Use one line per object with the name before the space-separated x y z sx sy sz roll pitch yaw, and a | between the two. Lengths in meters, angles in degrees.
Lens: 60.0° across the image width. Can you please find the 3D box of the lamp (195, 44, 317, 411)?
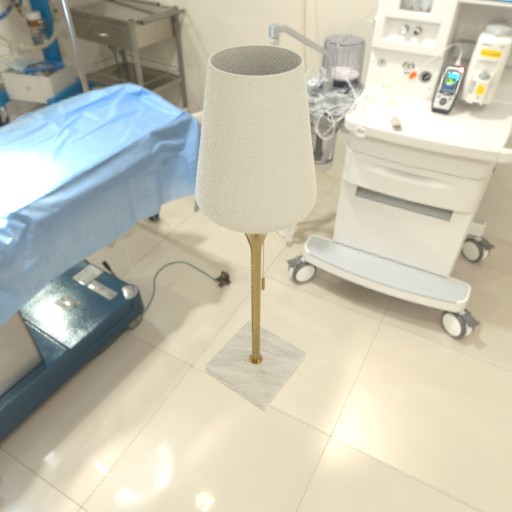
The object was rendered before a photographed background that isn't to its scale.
lamp | 0.000 0.000 0.750 0.181 0.639 0.181 26 48 26
